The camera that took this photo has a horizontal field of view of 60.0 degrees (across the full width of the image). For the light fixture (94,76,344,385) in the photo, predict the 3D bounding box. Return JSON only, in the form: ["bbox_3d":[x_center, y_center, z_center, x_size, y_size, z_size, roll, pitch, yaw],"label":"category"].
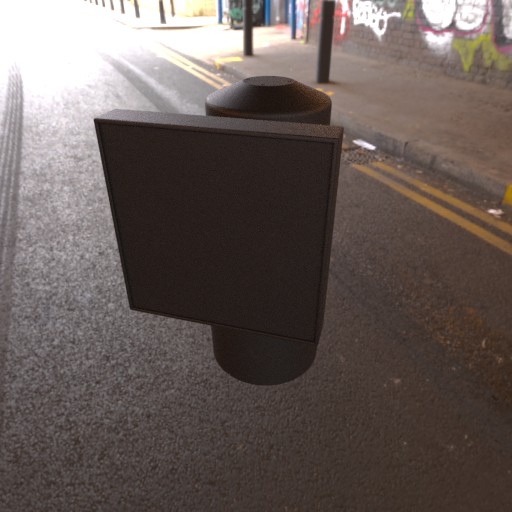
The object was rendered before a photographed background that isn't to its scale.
[{"bbox_3d":[0.000,0.000,0.359,0.130,0.257,0.176,9,33,14],"label":"light fixture"}]
